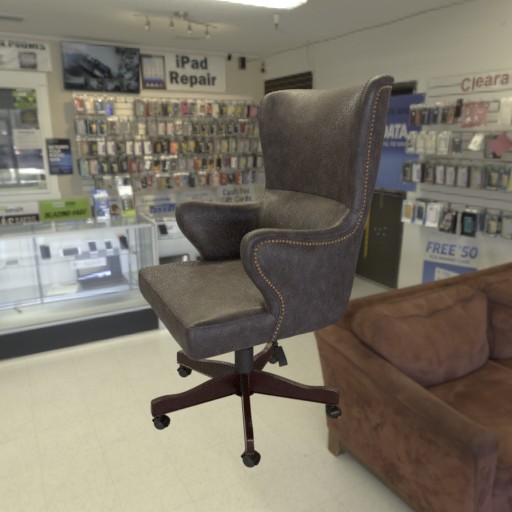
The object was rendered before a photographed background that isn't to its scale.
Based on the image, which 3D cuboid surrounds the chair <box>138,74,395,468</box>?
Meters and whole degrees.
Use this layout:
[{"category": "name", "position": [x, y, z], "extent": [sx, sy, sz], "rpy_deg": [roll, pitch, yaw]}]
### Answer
[{"category": "chair", "position": [0.000, 0.000, 1.388], "extent": [0.717, 1.037, 0.594], "rpy_deg": [-8, 18, -26]}]
